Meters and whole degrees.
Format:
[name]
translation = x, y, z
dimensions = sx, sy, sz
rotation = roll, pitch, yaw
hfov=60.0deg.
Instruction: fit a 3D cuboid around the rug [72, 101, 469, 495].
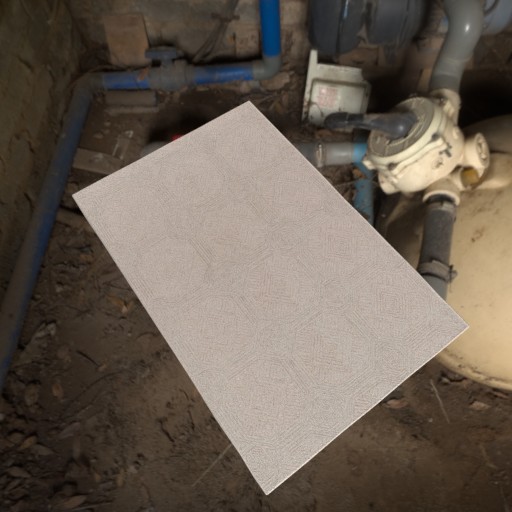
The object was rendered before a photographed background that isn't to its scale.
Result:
[rug]
translation = 0.000, 0.000, 2.320
dimensions = 1.236, 0.009, 1.839
rotation = -33, 68, -15
